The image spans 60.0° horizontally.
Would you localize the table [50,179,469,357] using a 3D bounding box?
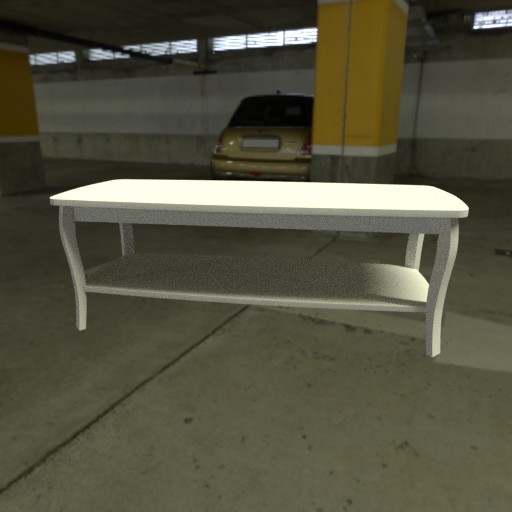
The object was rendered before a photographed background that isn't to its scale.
[{"bbox_3d":[0.000,0.000,1.630,1.334,0.474,0.561,3,17,9],"label":"table"}]
